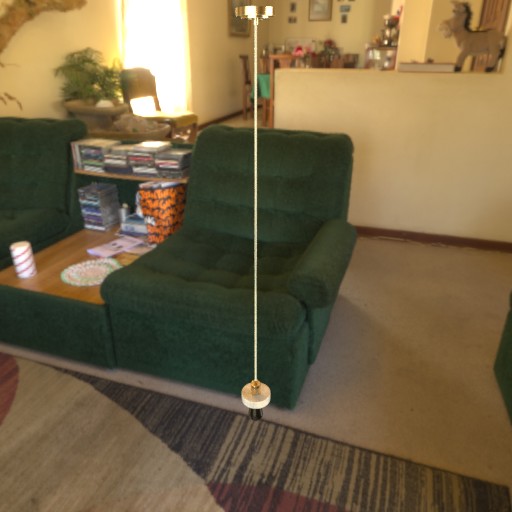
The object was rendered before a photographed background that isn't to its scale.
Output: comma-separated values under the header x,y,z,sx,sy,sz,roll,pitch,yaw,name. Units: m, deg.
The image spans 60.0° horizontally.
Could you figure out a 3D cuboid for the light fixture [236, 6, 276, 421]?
x,y,z,sx,sy,sz,roll,pitch,yaw,name
0.000,0.000,1.704,0.129,1.669,0.129,1,25,1,light fixture
